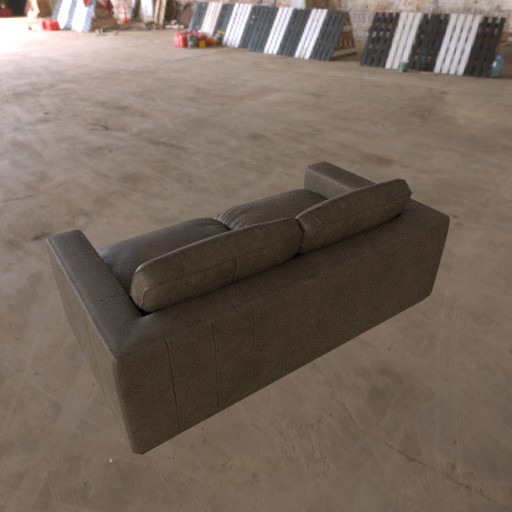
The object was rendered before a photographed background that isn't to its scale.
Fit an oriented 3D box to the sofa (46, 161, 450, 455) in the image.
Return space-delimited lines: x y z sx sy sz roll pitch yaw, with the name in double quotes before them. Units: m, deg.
"sofa" 0.000 0.000 2.431 1.920 0.800 1.070 -20 38 -28
